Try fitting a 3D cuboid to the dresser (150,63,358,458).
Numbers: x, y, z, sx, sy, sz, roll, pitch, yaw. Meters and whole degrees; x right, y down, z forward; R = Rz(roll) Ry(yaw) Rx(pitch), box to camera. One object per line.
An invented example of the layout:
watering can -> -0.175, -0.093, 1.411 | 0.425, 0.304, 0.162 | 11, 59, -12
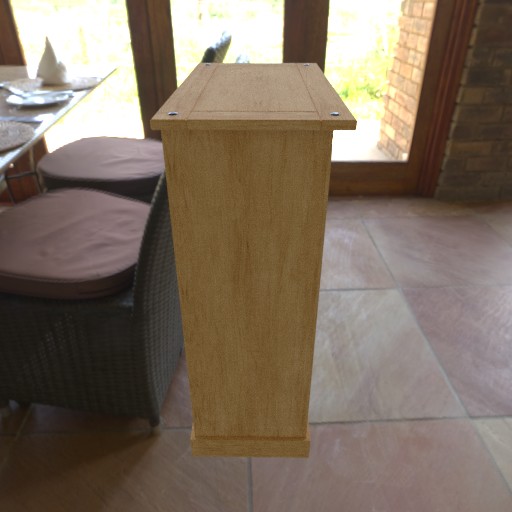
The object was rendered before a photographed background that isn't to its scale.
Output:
dresser -> 0.000, 0.000, 1.757 | 0.485, 1.300, 0.915 | 0, 31, 1
